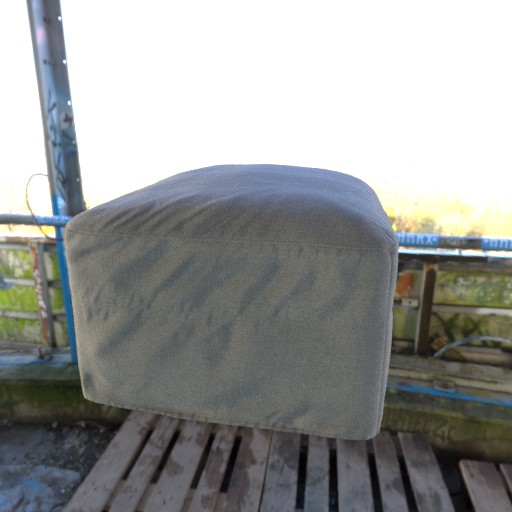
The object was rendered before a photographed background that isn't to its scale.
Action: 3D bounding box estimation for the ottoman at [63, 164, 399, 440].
[{"bbox_3d":[0.000,0.000,1.230,0.683,0.481,0.837,3,17,10],"label":"ottoman"}]
